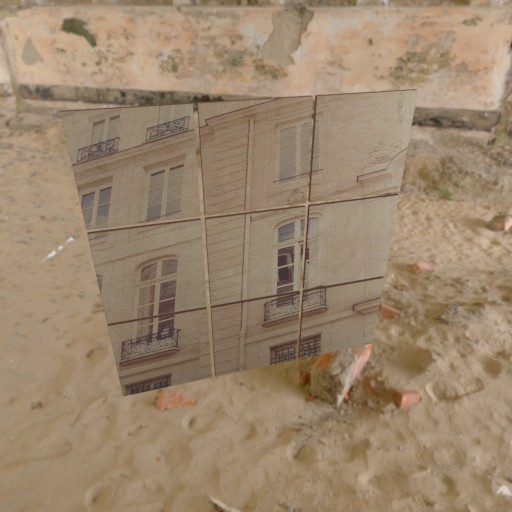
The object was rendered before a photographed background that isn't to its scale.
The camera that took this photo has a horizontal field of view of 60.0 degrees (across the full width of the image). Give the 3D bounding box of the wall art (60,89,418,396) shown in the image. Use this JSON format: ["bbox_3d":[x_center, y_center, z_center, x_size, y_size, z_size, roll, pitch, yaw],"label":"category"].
[{"bbox_3d":[0.000,0.000,1.789,1.221,1.218,0.024,-9,32,-14],"label":"wall art"}]
